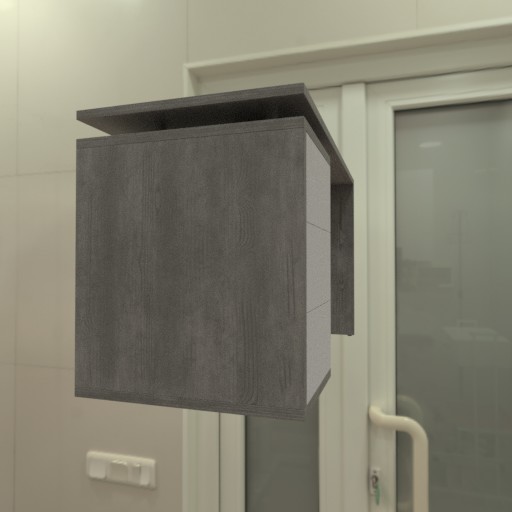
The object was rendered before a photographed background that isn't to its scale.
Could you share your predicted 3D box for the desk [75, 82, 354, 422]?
[{"bbox_3d":[0.000,0.000,1.627,0.600,0.740,1.200,0,-1,18],"label":"desk"}]
